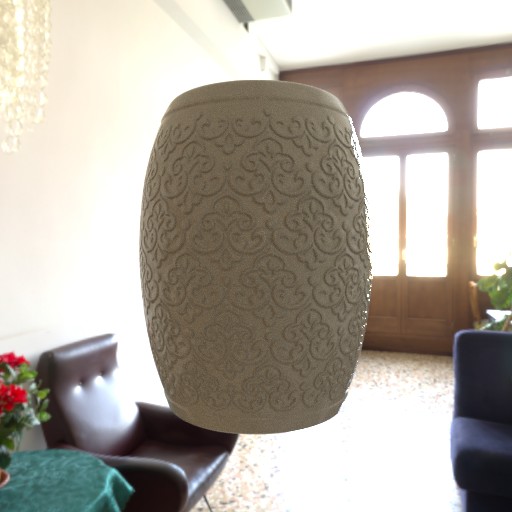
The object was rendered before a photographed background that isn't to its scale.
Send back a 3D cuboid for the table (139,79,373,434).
[{"bbox_3d":[0.000,0.000,0.605,0.309,0.397,0.309,0,1,0],"label":"table"}]
